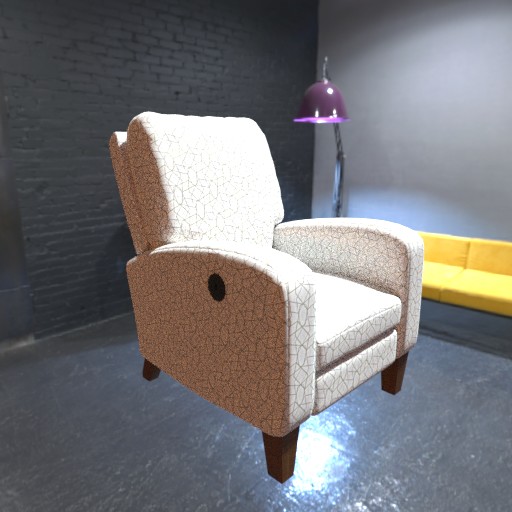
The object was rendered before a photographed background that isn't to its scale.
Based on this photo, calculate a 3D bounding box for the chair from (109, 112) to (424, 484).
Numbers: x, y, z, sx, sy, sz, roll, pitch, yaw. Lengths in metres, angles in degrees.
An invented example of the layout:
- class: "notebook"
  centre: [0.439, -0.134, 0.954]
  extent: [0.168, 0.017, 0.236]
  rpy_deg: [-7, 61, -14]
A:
- class: "chair"
  centre: [0.000, 0.000, 1.700]
  extent: [0.995, 1.064, 0.796]
  rpy_deg: [14, 20, 43]
